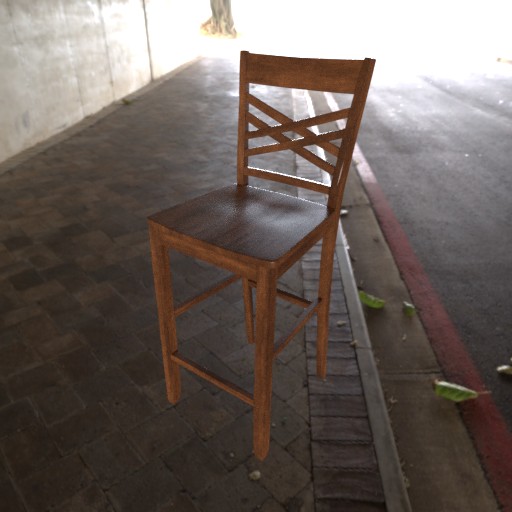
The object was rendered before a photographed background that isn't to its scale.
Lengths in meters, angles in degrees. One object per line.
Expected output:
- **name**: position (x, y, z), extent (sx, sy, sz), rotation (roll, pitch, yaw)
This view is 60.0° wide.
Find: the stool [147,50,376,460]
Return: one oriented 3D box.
- **stool**: position (0.000, 0.000, 1.358), extent (0.433, 1.105, 0.487), rotation (19, 34, 31)
